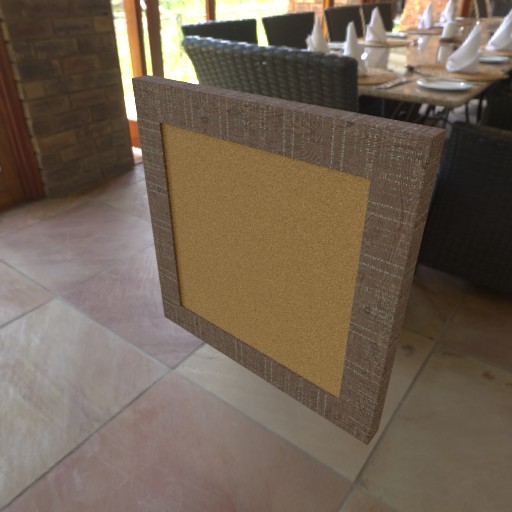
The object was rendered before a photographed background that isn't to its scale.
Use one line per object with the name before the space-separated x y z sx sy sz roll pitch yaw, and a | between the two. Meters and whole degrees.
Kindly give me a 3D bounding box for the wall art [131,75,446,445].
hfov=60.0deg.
wall art | 0.000 0.000 0.775 0.531 0.531 0.040 24 39 33
